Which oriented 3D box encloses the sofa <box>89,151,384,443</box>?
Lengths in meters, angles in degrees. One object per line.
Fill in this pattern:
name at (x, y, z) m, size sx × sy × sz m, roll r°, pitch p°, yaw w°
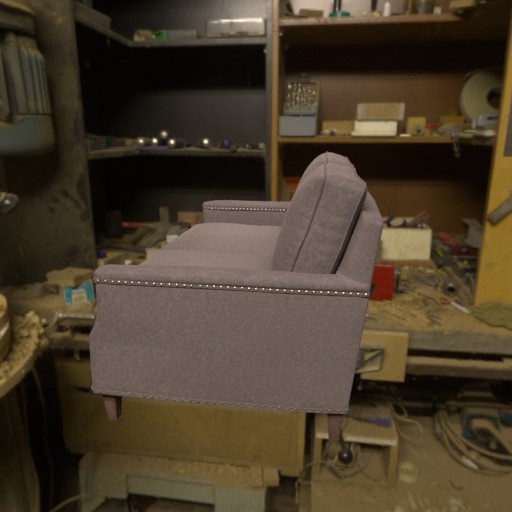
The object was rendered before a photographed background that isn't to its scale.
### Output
sofa at (0.000, 0.000, 2.299) m, size 1.084 × 1.003 × 1.597 m, roll 2°, pitch 17°, yaw 8°
